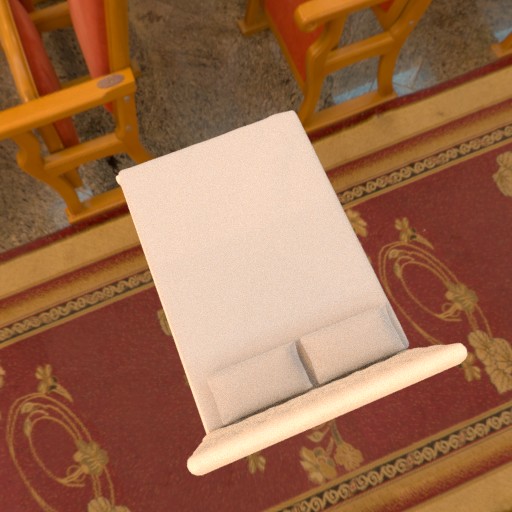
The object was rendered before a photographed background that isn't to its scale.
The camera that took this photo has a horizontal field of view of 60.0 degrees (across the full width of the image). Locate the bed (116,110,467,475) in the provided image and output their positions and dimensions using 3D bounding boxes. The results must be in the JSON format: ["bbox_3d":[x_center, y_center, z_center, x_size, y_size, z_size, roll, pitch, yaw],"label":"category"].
[{"bbox_3d":[0.000,0.000,3.386,1.698,1.427,2.387,-21,76,-5],"label":"bed"}]
